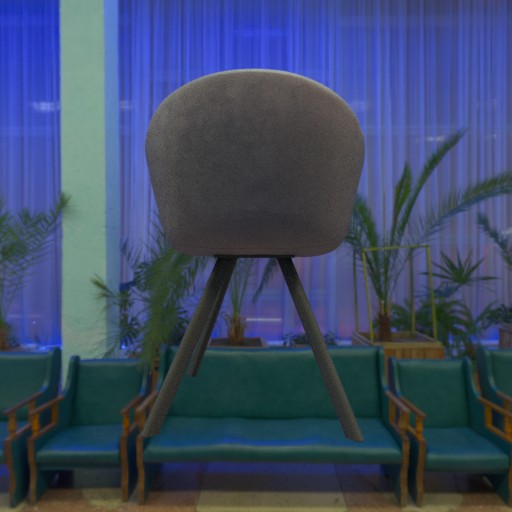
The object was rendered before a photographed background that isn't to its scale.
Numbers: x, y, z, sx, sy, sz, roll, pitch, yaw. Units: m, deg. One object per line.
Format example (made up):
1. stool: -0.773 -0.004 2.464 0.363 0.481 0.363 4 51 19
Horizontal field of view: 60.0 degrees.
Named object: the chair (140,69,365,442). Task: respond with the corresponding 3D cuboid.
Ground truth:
1. chair: 0.000 0.000 1.183 0.567 0.781 0.544 0 0 3
